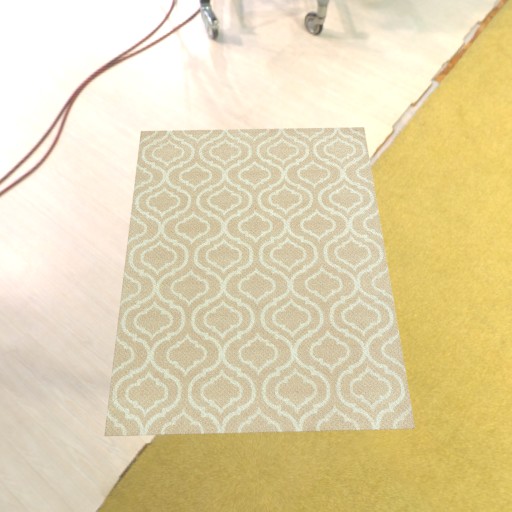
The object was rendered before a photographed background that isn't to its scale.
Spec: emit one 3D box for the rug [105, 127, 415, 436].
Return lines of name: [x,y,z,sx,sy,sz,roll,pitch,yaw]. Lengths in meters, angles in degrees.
rug: [0.000,0.000,3.899,2.286,0.013,2.894,-1,64,-1]
